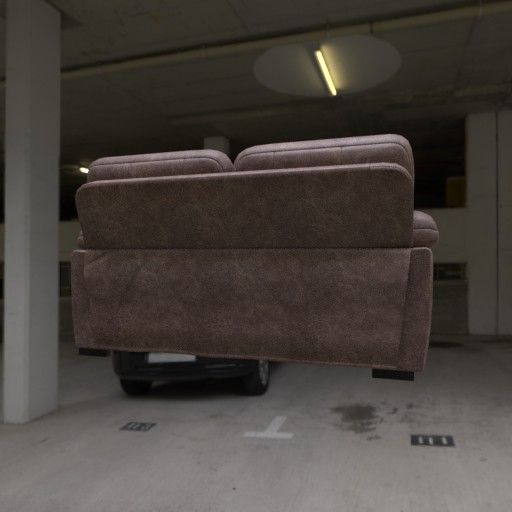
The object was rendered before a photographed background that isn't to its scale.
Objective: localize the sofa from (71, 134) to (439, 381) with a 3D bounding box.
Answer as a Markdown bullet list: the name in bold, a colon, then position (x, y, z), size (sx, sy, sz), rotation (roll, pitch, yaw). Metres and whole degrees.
- **sofa**: position (0.000, 0.000, 2.352), size (1.753, 0.991, 0.991), rotation (0, -1, 18)
